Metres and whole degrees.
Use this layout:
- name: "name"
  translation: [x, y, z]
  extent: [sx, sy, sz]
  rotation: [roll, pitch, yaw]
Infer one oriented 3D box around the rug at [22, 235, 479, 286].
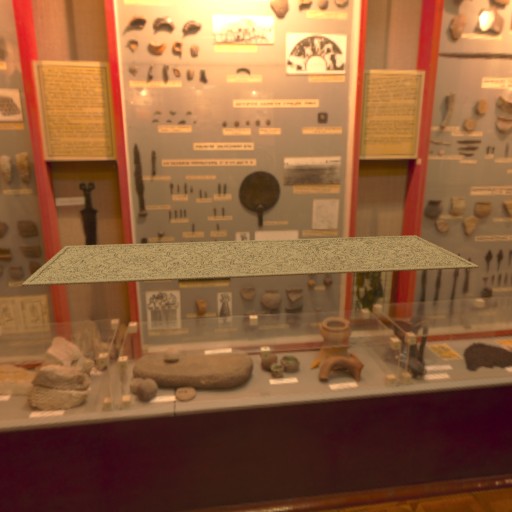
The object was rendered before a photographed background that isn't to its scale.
- name: "rug"
  translation: [0.000, 0.000, 2.710]
  extent: [2.448, 0.012, 0.769]
  rotation: [-2, 16, -7]
